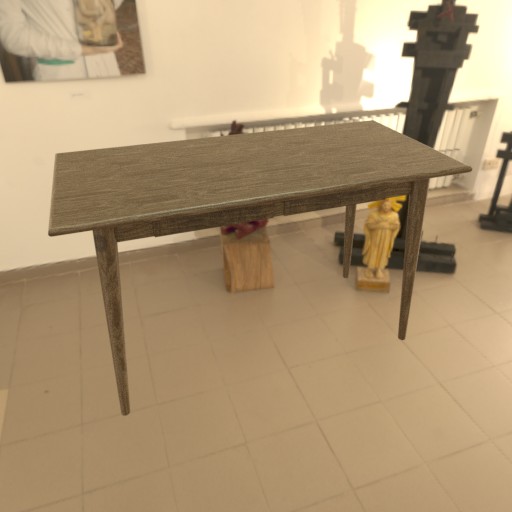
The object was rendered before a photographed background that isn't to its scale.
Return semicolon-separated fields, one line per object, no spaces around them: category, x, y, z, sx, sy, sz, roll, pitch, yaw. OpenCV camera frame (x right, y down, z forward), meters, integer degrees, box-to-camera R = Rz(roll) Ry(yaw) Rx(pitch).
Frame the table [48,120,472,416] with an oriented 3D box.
table;0.000;0.000;1.719;1.300;0.780;0.599;-11;34;-16
